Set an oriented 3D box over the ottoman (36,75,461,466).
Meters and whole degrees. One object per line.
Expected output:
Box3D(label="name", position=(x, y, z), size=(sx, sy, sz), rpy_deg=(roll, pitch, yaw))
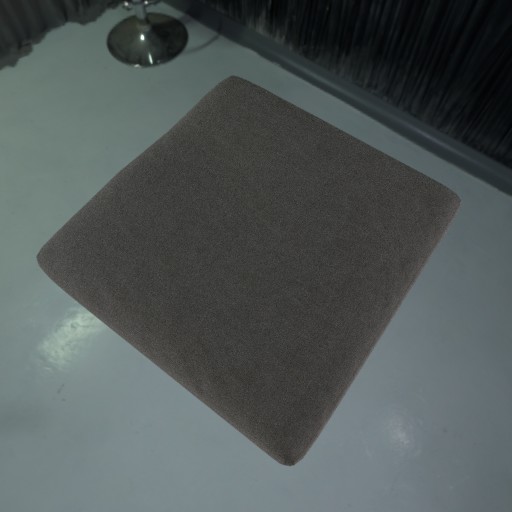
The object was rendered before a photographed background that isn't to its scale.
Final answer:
Box3D(label="ottoman", position=(0.000, 0.000, 1.375), size=(0.861, 0.482, 0.881), rpy_deg=(33, 68, 16))
